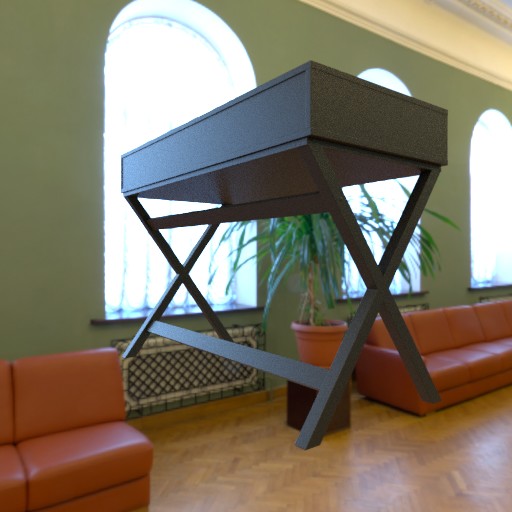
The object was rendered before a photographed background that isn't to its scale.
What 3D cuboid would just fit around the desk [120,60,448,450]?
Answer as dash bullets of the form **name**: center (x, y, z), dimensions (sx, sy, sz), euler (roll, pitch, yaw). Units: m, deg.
- **desk**: center (0.000, 0.000, 1.458), dimensions (0.525, 0.780, 1.057), euler (0, 0, -37)
